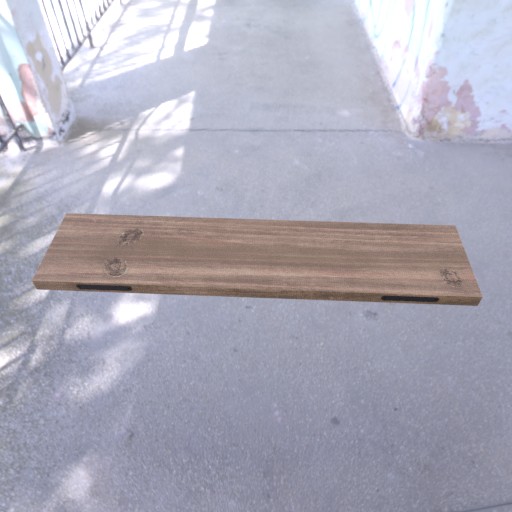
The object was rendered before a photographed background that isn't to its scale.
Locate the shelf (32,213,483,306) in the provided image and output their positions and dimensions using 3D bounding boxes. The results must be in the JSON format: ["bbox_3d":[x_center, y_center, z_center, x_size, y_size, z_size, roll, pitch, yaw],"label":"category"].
[{"bbox_3d":[0.000,0.000,0.653,0.610,0.020,0.140,2,47,2],"label":"shelf"}]
